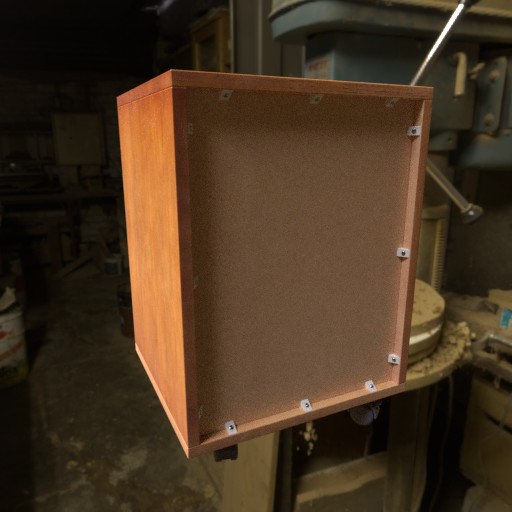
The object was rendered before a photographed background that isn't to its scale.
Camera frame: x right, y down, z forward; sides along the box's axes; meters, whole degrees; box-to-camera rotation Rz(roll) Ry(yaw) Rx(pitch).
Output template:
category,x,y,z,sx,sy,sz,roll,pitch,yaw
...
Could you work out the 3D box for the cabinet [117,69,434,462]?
category,x,y,z,sx,sy,sz,roll,pitch,yaw
cabinet,0.000,0.000,0.837,0.409,0.579,0.401,-7,16,-25
